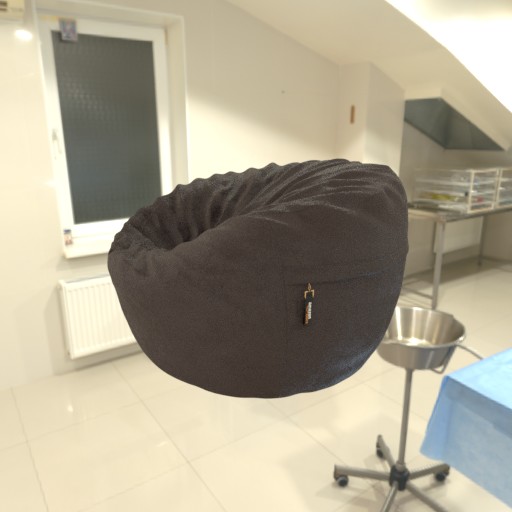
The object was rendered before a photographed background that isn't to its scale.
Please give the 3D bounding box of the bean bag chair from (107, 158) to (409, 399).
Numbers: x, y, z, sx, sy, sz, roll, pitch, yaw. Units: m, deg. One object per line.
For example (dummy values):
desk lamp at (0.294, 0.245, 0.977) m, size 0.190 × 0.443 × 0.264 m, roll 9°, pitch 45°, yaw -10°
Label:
bean bag chair at (0.000, 0.000, 1.976) m, size 1.245 × 0.821 × 1.245 m, roll 0°, pitch 16°, yaw 0°
